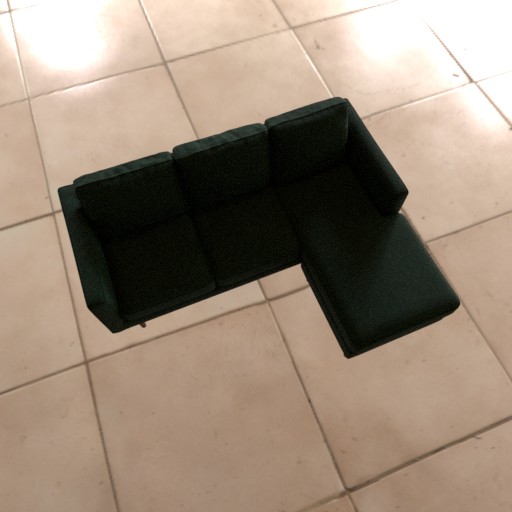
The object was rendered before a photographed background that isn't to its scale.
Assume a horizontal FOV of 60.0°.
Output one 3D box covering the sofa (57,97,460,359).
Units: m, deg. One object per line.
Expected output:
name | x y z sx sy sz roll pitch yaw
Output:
sofa | 0.000 0.000 2.802 2.030 0.899 1.580 -20 66 -10
